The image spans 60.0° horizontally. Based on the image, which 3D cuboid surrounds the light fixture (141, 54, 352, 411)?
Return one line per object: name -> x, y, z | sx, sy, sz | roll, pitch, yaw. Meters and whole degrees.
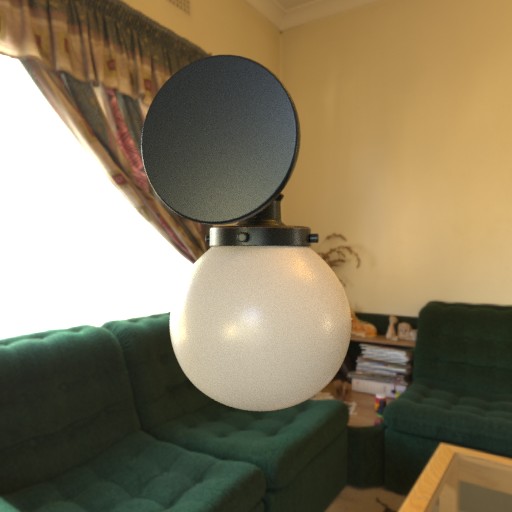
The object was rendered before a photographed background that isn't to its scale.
light fixture -> 0.000, 0.000, 0.473 | 0.197, 0.332, 0.230 | 0, 1, 17
